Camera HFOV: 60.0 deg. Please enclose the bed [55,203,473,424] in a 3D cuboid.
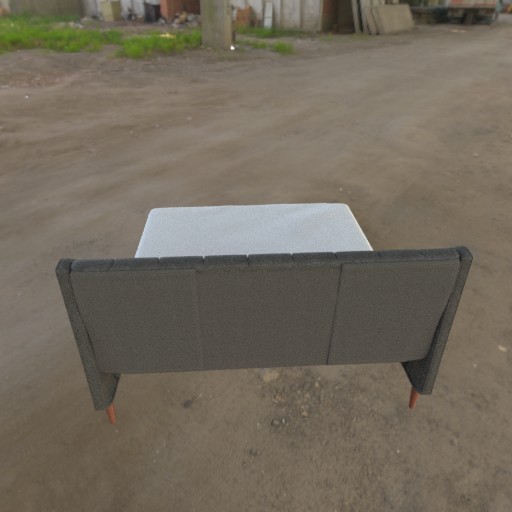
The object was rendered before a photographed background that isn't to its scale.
[{"bbox_3d":[0.000,0.000,2.540,1.531,0.933,1.638,-2,31,-3],"label":"bed"}]
